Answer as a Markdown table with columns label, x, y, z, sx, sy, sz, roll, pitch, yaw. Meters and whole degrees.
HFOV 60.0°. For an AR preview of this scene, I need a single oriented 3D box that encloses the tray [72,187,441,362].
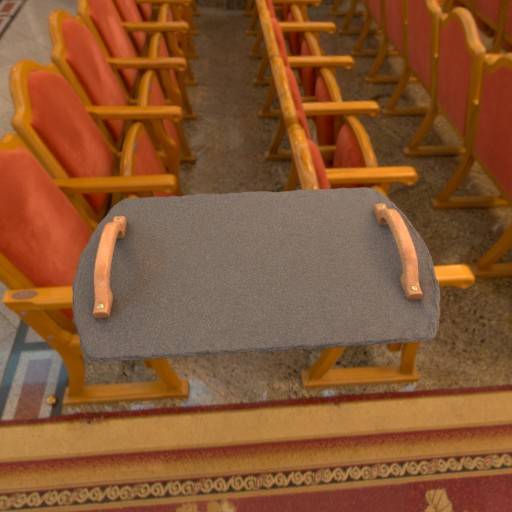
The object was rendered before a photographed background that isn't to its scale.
| label | x | y | z | sx | sy | sz | roll | pitch | yaw |
| --- | --- | --- | --- | --- | --- | --- | --- | --- | --- |
| tray | 0.000 | 0.000 | 0.482 | 0.387 | 0.062 | 0.231 | -3 | 47 | -3 |
